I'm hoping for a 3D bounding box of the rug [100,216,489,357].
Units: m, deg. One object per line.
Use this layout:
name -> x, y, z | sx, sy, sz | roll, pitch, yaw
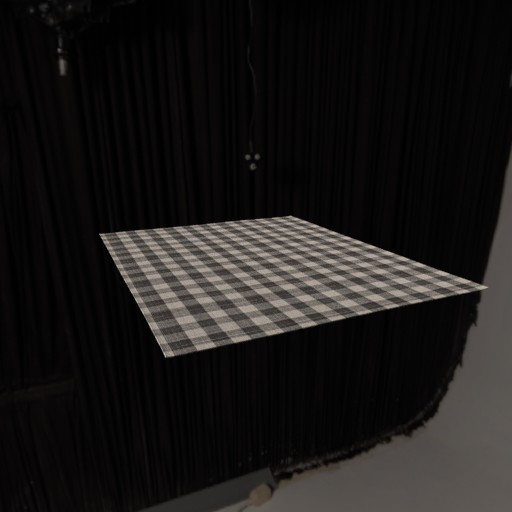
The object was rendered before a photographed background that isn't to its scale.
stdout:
rug -> 0.000, 0.000, 4.104 | 2.432, 0.013, 3.021 | -7, 18, -24
